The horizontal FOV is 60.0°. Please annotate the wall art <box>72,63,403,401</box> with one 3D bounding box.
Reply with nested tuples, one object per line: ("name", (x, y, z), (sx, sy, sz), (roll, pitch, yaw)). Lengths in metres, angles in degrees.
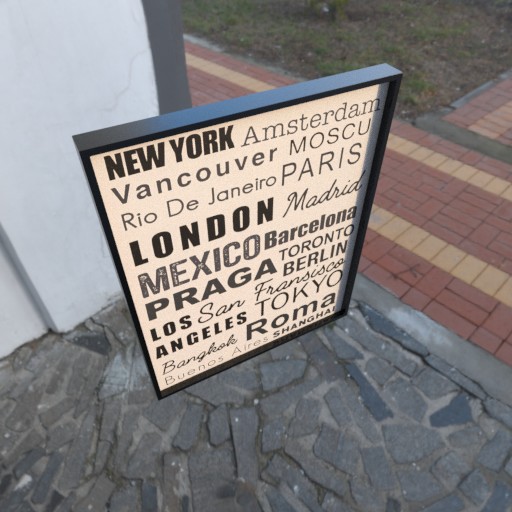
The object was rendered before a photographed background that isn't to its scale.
("wall art", (0.000, 0.000, 0.753), (0.448, 0.551, 0.038), (-20, 48, -19))
